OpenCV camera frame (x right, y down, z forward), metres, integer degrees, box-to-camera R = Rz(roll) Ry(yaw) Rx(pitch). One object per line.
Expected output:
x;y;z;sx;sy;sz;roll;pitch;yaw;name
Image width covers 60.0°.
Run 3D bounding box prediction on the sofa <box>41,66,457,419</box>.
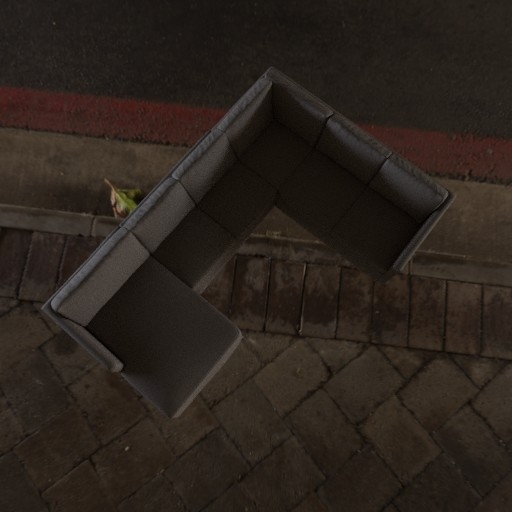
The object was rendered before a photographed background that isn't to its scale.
0.000;0.000;4.567;2.476;0.878;3.528;38;78;9;sofa
